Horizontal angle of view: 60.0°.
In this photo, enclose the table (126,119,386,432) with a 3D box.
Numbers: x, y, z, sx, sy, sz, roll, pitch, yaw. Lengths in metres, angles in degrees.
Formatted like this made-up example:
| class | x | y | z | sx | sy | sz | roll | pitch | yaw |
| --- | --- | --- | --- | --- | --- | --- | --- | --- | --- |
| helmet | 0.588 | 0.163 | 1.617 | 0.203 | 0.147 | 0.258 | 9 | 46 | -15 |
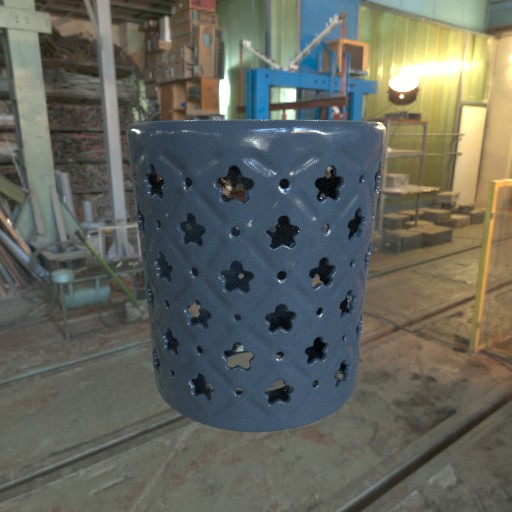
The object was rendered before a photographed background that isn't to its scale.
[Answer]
| class | x | y | z | sx | sy | sz | roll | pitch | yaw |
| --- | --- | --- | --- | --- | --- | --- | --- | --- | --- |
| table | 0.000 | 0.000 | 0.666 | 0.352 | 0.387 | 0.352 | 0 | 15 | 0 |
